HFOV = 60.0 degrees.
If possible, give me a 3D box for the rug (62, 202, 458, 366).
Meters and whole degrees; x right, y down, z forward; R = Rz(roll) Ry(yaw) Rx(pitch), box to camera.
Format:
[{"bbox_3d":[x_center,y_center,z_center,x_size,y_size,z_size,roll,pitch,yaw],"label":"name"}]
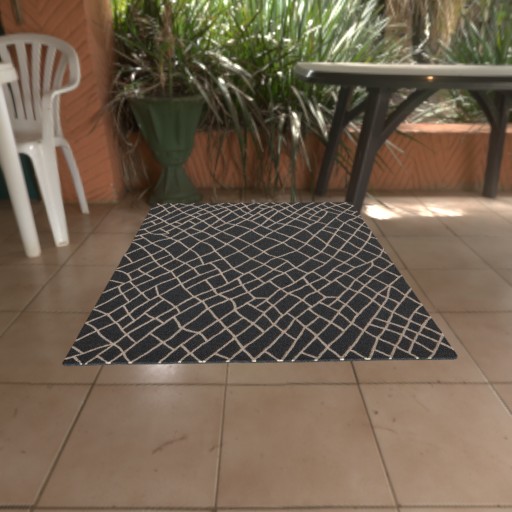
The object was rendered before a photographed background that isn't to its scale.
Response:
[{"bbox_3d":[0.000,0.000,4.082,2.439,0.022,3.047,-1,25,-1],"label":"rug"}]
